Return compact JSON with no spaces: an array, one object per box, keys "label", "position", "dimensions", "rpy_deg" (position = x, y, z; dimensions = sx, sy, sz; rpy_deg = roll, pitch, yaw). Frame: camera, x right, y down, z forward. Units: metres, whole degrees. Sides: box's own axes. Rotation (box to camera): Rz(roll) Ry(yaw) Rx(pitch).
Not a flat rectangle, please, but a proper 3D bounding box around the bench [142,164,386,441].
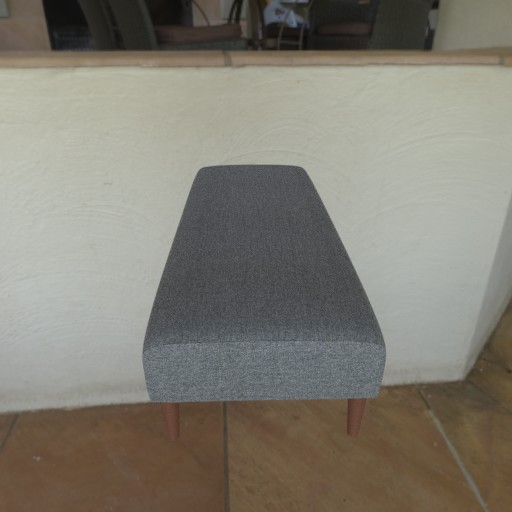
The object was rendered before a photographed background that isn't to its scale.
[{"label":"bench","position":[0.000,0.000,1.840],"dimensions":[0.631,0.384,1.598],"rpy_deg":[-1,26,-1]}]
